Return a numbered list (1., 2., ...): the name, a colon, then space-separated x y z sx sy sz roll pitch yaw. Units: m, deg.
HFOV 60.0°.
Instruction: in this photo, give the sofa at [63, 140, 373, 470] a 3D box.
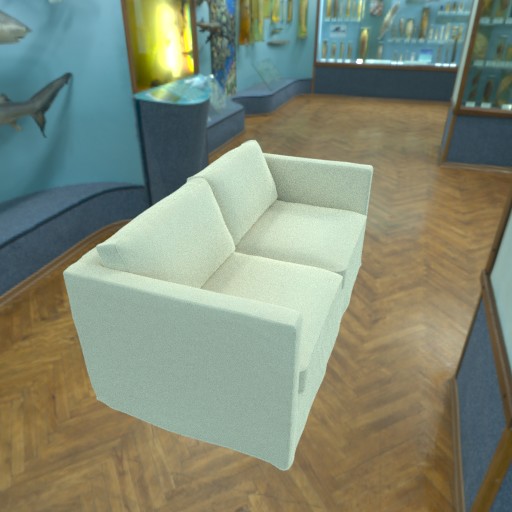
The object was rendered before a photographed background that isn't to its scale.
1. sofa: 0.000 0.000 2.380 0.962 0.834 1.746 11 32 18
